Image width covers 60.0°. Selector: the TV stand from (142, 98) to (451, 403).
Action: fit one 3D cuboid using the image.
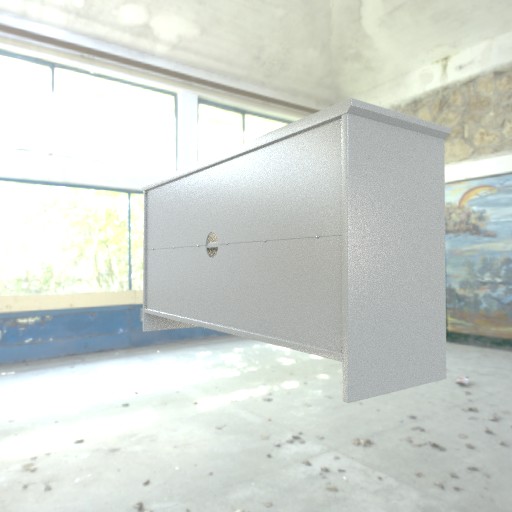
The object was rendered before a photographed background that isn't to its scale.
[{"bbox_3d":[0.000,0.000,1.447,0.344,0.603,1.167,1,-1,-34],"label":"TV stand"}]
